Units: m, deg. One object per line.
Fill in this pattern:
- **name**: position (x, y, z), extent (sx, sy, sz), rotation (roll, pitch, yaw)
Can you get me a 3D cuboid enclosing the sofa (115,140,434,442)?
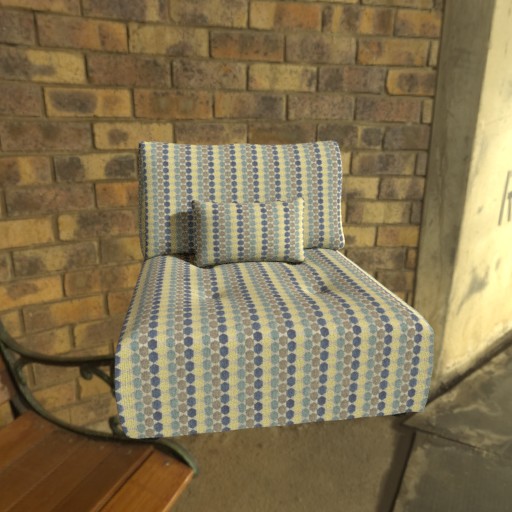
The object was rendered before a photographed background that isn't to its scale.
- **sofa**: position (0.000, 0.000, 1.682), extent (0.930, 0.830, 1.000), rotation (-2, 16, -8)
